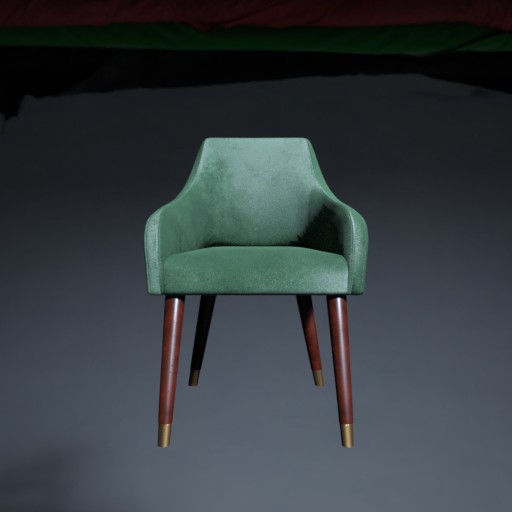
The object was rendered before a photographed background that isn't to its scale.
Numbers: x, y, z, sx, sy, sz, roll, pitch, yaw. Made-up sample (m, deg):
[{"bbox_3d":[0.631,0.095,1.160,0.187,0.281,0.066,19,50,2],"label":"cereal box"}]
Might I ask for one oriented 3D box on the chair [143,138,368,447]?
[{"bbox_3d":[0.000,0.000,1.643,0.683,1.081,0.794,0,0,0],"label":"chair"}]
